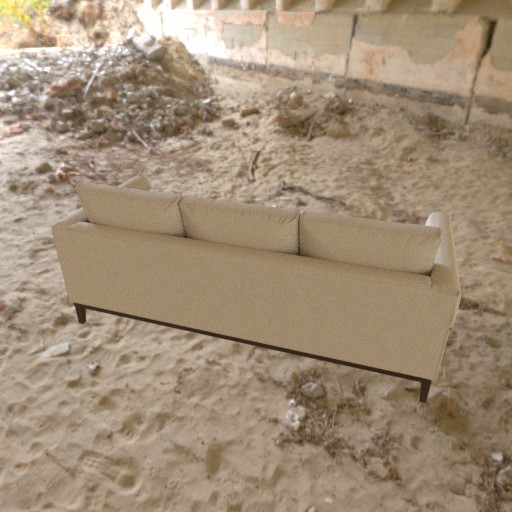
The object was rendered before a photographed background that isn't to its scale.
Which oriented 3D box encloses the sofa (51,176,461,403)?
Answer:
[{"bbox_3d":[0.000,0.000,2.697,2.198,0.911,0.902,9,30,16],"label":"sofa"}]
